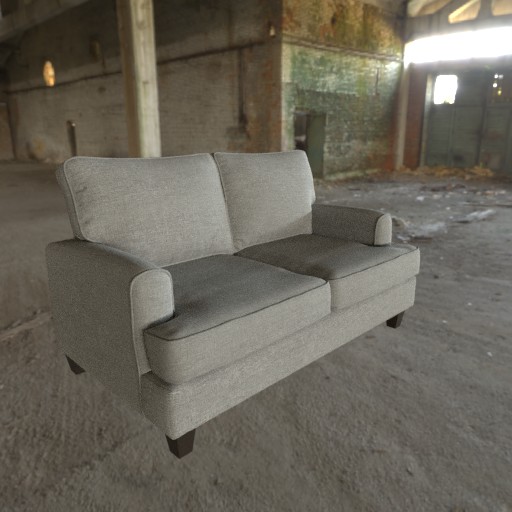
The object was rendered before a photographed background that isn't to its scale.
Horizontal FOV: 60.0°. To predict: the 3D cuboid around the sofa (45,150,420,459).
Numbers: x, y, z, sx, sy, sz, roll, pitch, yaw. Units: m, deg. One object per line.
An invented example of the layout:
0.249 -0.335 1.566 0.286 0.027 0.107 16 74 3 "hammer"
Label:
0.000 0.000 2.145 1.651 0.965 0.965 -15 21 -43 "sofa"
